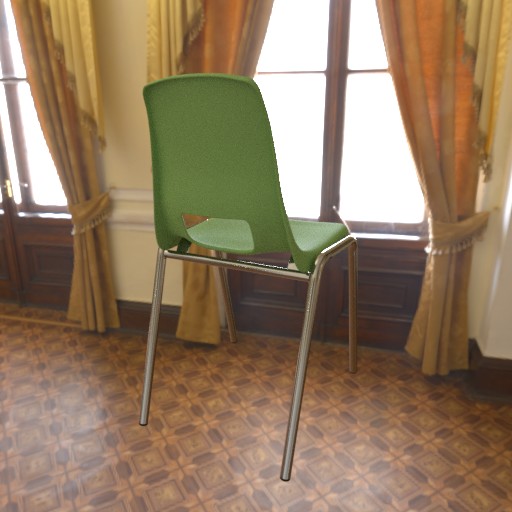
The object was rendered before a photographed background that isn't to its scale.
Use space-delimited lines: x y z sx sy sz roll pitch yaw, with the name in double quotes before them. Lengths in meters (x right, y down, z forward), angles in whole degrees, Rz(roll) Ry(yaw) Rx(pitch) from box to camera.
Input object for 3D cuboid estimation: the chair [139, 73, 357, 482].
"chair" 0.000 0.000 0.965 0.381 0.704 0.436 9 19 26
